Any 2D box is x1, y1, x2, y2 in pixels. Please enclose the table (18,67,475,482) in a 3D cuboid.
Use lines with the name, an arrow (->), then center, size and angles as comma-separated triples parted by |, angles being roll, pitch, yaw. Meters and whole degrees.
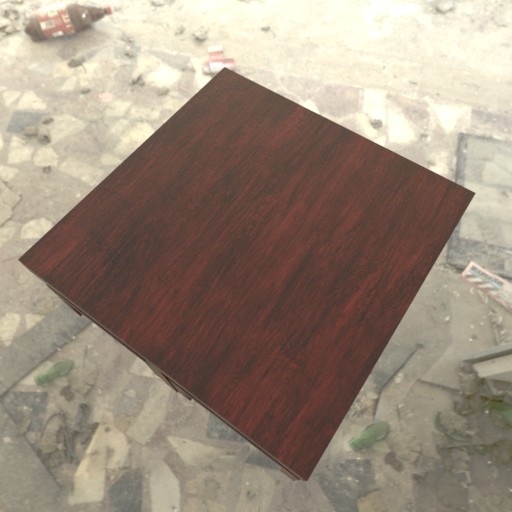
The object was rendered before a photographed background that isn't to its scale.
table -> 0.000, 0.000, 1.326 | 0.865, 0.356, 0.865 | 32, 67, 15
